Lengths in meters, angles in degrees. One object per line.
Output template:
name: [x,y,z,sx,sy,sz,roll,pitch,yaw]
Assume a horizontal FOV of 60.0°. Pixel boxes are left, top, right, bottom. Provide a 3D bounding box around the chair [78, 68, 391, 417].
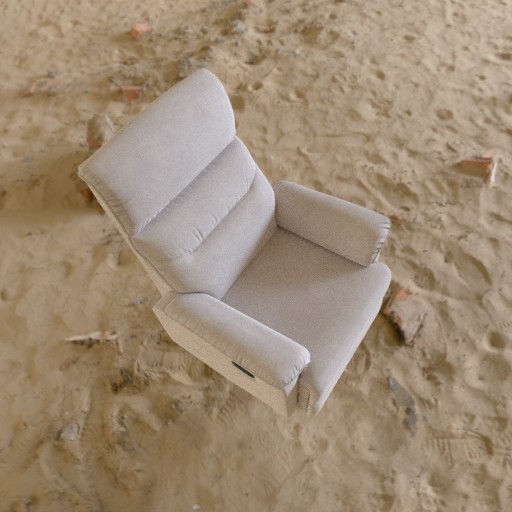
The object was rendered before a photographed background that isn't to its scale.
chair: [0.000,0.000,1.749,1.001,1.039,0.820,30,63,18]
